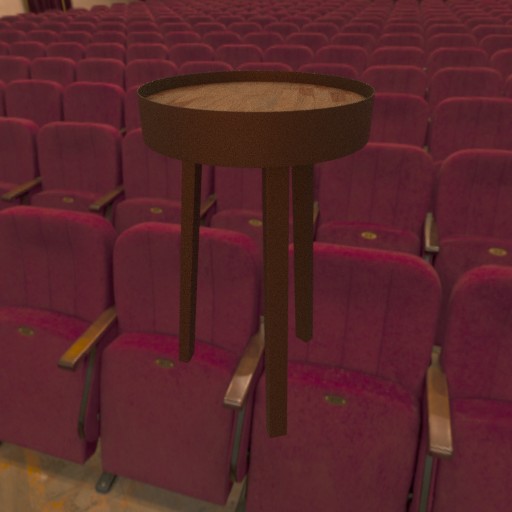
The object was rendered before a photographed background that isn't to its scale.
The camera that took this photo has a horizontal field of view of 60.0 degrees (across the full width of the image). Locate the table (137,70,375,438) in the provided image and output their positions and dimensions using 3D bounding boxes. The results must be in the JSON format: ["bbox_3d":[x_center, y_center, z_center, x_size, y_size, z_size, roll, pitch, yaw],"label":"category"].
[{"bbox_3d":[0.000,0.000,0.948,0.406,0.686,0.406,9,31,14],"label":"table"}]
